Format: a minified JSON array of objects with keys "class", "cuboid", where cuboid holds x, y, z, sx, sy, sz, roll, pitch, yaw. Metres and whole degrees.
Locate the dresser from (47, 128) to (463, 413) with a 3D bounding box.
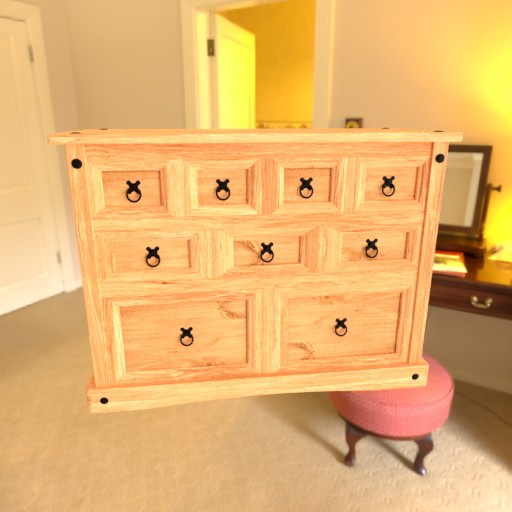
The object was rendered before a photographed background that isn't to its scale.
[{"class":"dresser","cuboid":[0.000,0.000,1.349,0.990,0.740,0.410,-2,18,-7]}]
